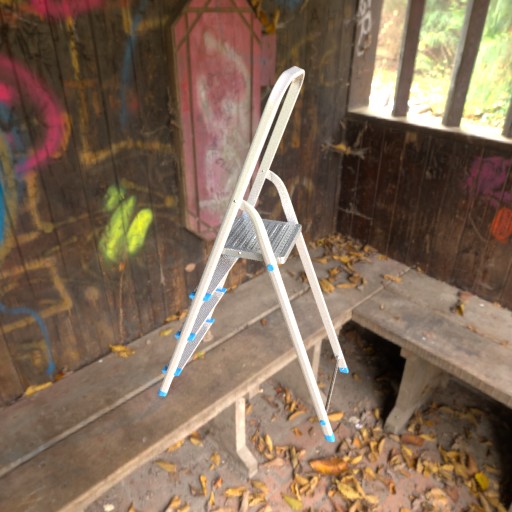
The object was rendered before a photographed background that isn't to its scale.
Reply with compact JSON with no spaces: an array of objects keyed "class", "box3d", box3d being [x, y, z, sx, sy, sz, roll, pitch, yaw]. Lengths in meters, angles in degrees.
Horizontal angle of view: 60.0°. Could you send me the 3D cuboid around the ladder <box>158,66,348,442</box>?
[{"class":"ladder","box3d":[0.000,0.000,1.814,0.842,1.434,0.445,9,31,16]}]
